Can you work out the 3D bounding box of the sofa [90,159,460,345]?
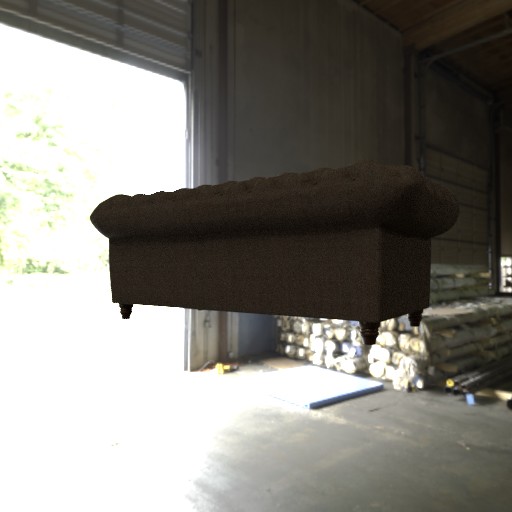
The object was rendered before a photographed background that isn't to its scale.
[{"bbox_3d":[0.000,0.000,2.576,2.048,0.780,0.944,-1,-2,35],"label":"sofa"}]
